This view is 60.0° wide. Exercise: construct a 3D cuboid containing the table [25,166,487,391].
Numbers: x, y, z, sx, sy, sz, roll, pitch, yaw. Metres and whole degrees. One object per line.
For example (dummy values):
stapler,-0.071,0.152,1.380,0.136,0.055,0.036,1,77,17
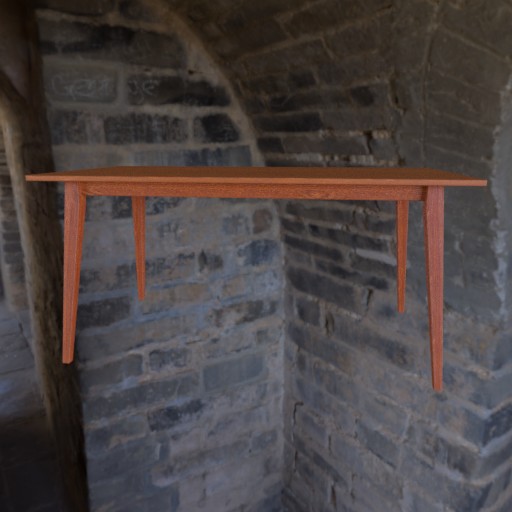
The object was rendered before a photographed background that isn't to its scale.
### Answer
table,0.000,0.000,2.003,1.609,0.755,0.811,2,14,8
